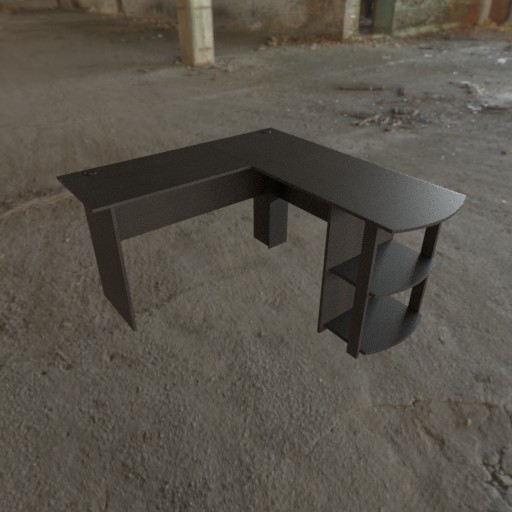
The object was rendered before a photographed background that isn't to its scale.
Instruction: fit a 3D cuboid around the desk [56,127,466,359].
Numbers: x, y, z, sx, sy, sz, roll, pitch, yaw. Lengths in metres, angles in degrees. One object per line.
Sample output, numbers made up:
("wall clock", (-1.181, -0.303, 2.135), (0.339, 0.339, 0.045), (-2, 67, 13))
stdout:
("desk", (0.000, 0.000, 2.148), (1.303, 0.716, 1.361), (-23, 39, -32))
